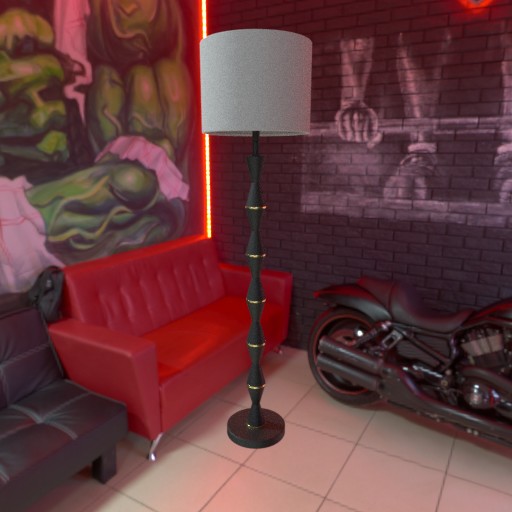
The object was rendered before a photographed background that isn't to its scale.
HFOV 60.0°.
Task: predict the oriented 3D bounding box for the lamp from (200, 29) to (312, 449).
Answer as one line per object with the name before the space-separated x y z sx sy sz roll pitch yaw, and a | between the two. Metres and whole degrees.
lamp | 0.000 0.000 1.675 0.381 1.480 0.381 -6 14 -26
